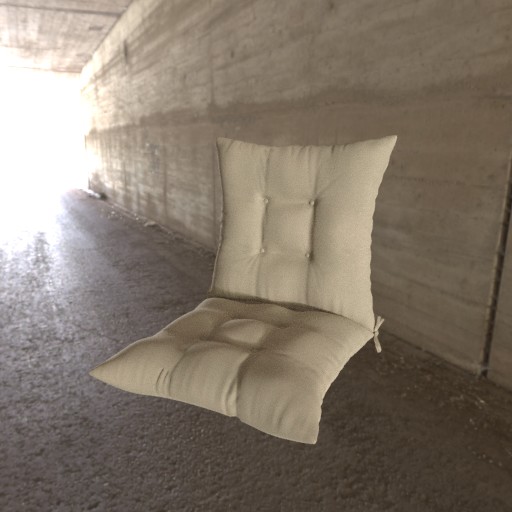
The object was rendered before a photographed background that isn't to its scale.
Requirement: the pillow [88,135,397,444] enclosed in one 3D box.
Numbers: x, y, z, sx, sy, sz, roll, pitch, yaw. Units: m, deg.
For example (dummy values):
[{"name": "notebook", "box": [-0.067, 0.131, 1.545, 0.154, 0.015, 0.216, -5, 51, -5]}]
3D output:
[{"name": "pillow", "box": [0.000, 0.000, 1.015, 0.541, 0.536, 0.585, 7, 16, 26]}]
